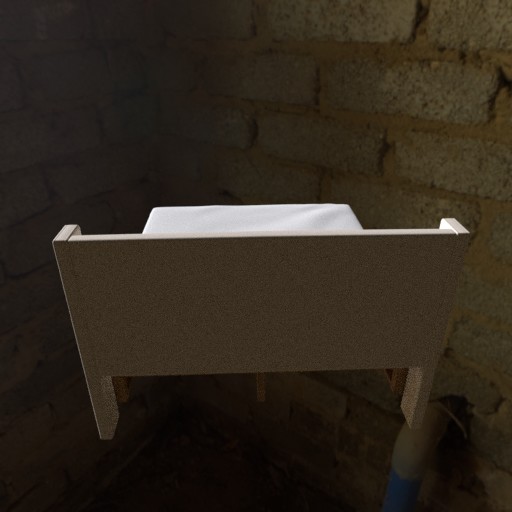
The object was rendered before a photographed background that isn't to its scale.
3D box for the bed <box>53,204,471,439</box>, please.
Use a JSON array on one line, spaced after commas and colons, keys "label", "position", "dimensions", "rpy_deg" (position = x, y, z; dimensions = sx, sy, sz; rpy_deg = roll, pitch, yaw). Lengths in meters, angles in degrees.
[{"label": "bed", "position": [0.000, 0.000, 3.595], "dimensions": [2.145, 1.471, 2.293], "rpy_deg": [-1, 29, -2]}]
